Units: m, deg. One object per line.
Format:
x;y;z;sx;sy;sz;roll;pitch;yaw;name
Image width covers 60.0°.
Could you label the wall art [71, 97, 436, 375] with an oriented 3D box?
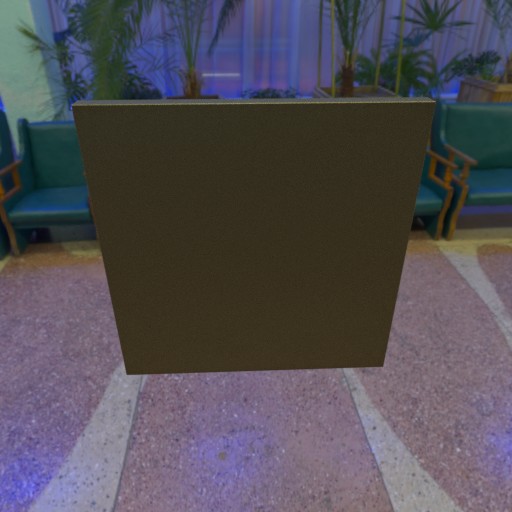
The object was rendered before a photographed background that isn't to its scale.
0.000;0.000;0.751;0.503;0.506;0.031;-1;31;-2;wall art
